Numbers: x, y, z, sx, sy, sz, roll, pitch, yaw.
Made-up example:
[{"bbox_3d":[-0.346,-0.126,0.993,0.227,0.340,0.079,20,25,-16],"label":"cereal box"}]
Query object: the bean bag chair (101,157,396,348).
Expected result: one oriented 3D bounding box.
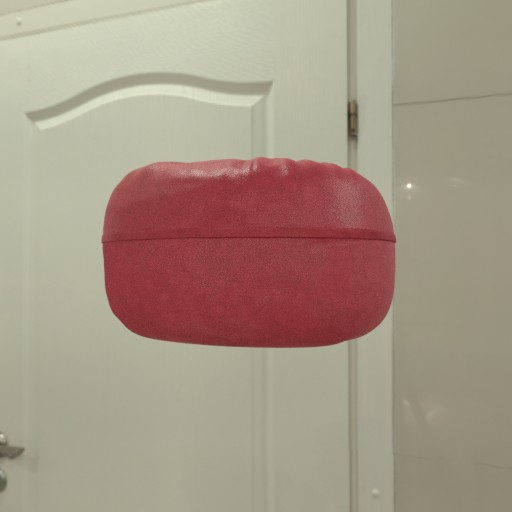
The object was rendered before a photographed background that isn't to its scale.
[{"bbox_3d":[0.000,0.000,2.524,1.524,0.878,1.524,0,-1,17],"label":"bean bag chair"}]
